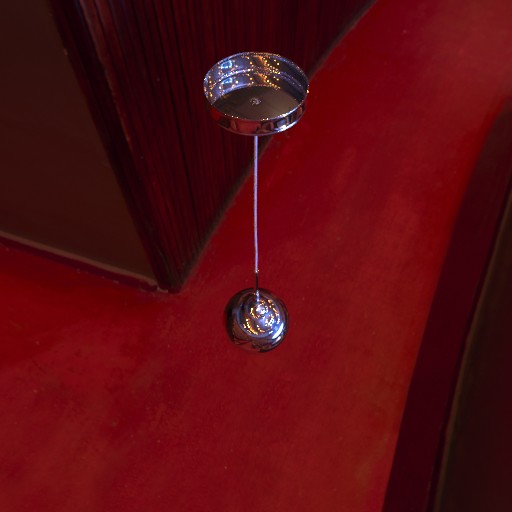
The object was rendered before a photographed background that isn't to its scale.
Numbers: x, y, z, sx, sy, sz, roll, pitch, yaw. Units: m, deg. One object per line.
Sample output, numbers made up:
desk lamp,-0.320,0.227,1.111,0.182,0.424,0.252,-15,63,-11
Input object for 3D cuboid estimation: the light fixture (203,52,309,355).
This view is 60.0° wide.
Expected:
light fixture,0.000,0.000,1.696,0.336,1.538,0.336,16,60,10
